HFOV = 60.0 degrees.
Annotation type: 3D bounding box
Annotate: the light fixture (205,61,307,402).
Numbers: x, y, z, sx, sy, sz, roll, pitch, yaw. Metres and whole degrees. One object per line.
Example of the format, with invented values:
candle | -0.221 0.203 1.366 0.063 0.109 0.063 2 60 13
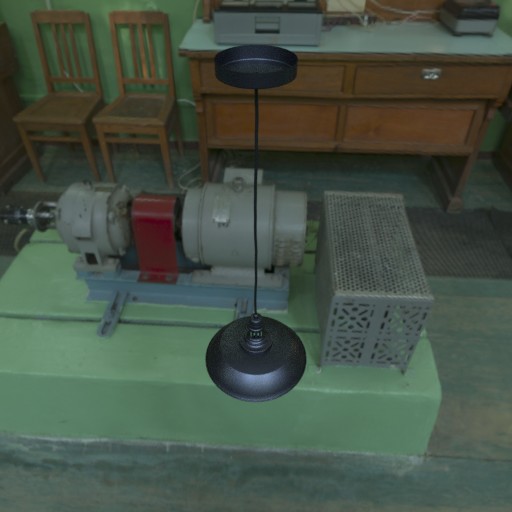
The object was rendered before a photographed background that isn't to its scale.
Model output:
light fixture | 0.000 0.000 1.158 0.331 0.993 0.331 1 42 2
